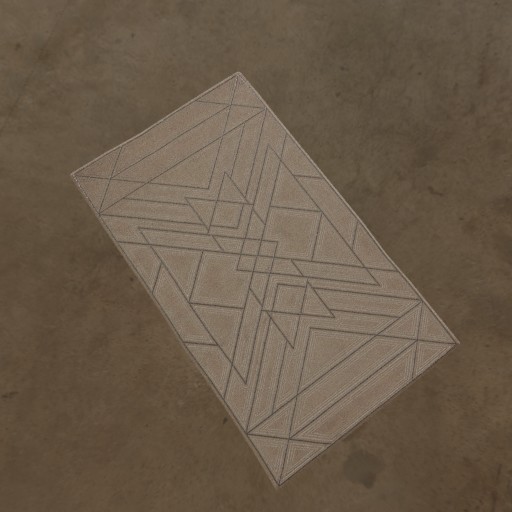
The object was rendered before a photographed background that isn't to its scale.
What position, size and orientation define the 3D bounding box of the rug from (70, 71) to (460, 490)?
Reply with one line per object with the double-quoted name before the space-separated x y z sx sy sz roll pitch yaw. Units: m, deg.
"rug" 0.000 0.000 1.040 0.511 0.008 0.869 -35 78 -8
